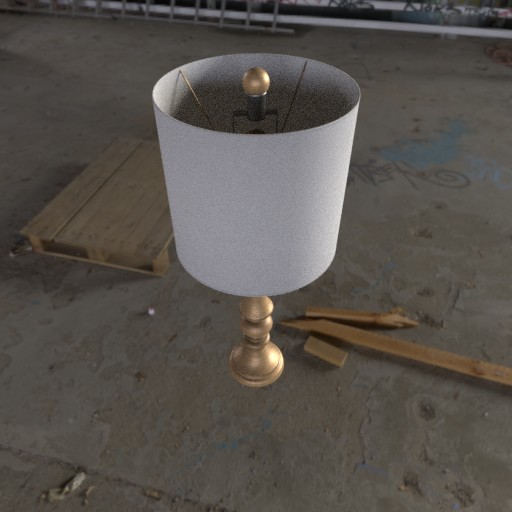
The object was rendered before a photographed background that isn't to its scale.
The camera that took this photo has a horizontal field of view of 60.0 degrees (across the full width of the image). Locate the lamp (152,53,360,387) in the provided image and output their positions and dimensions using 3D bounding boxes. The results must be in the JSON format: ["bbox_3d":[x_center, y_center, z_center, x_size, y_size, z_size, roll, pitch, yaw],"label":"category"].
[{"bbox_3d":[0.000,0.000,0.723,0.250,0.597,0.250,25,48,25],"label":"lamp"}]
